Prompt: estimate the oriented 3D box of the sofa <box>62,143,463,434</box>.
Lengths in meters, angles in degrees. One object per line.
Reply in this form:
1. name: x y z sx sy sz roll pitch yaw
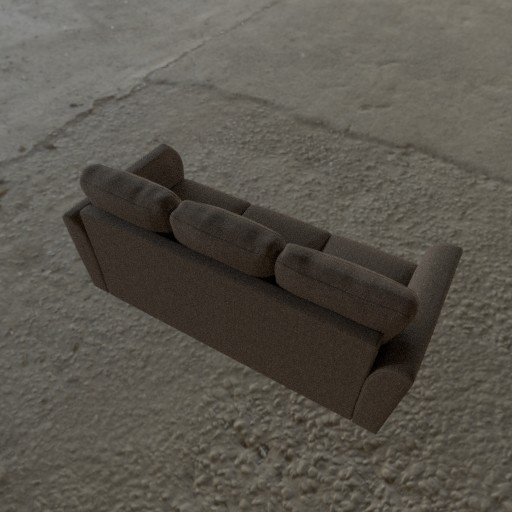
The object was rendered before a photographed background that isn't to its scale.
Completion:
1. sofa: 0.000 0.000 2.335 1.847 0.891 0.837 23 50 21
